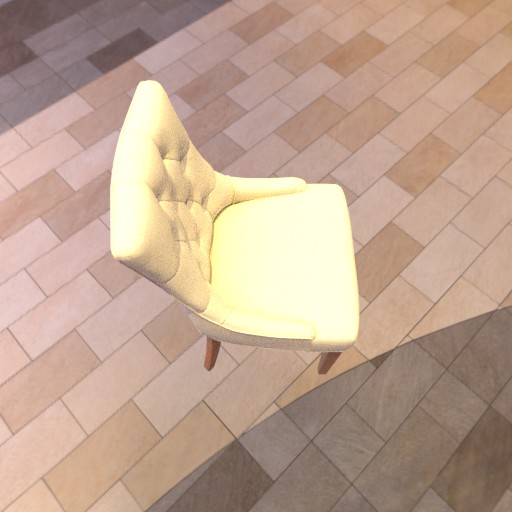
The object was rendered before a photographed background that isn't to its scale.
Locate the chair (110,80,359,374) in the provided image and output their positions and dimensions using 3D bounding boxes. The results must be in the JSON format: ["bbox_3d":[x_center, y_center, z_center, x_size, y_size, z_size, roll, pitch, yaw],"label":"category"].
[{"bbox_3d":[0.000,0.000,1.256,0.565,0.874,0.509,0,63,0],"label":"chair"}]
